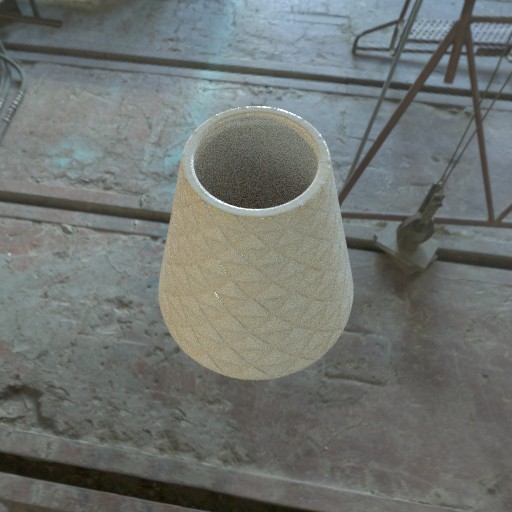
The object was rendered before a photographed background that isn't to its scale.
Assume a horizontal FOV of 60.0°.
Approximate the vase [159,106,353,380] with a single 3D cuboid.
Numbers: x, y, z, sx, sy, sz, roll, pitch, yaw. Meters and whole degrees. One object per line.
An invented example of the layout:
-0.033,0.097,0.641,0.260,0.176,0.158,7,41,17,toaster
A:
0.000,0.000,0.359,0.175,0.230,0.175,0,60,0,vase
